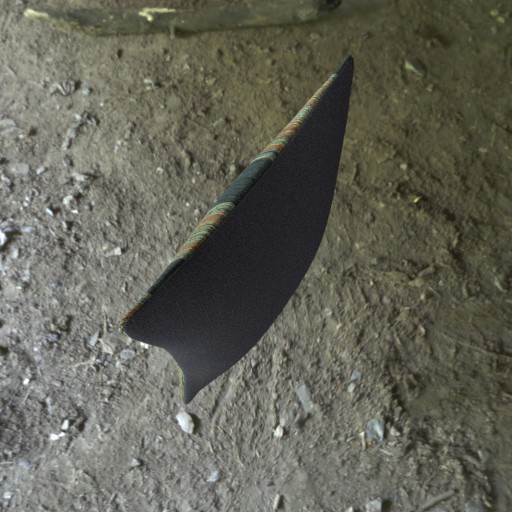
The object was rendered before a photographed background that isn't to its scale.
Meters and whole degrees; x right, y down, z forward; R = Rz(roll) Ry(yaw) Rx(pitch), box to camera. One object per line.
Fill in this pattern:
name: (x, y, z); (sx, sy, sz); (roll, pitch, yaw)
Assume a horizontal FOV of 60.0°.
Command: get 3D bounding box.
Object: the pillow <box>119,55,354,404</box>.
pillow: (0.000, 0.000, 0.657); (0.136, 0.419, 0.437); (31, 67, 15)
